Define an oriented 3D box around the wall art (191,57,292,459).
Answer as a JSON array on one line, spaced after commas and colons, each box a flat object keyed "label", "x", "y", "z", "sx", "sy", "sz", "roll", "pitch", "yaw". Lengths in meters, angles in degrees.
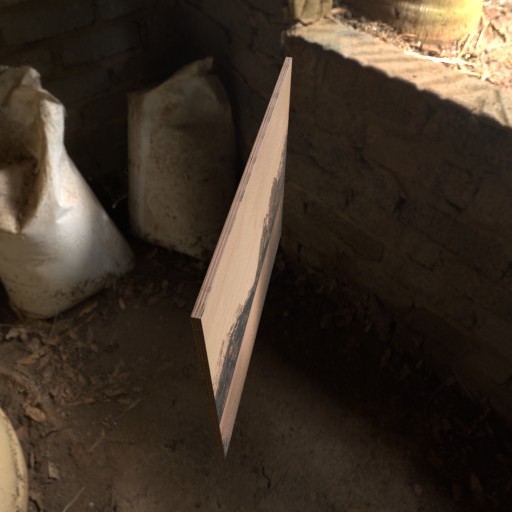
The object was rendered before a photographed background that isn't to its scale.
[{"label": "wall art", "x": 0.000, "y": 0.000, "z": 0.709, "sx": 0.010, "sy": 0.408, "sz": 0.508, "roll": 9, "pitch": 50, "yaw": 8}]
